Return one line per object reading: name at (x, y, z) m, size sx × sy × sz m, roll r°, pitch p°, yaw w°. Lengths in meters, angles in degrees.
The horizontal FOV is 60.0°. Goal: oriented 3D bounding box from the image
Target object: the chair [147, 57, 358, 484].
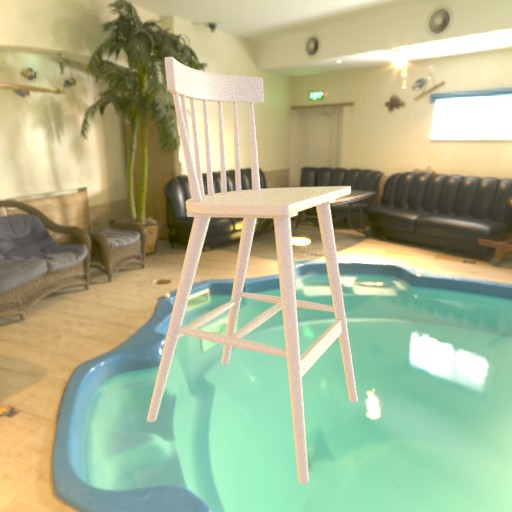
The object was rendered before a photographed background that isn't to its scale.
chair at (0.000, 0.000, 1.371) m, size 0.572 × 1.092 × 0.483 m, roll 8°, pitch 17°, yaw 29°
